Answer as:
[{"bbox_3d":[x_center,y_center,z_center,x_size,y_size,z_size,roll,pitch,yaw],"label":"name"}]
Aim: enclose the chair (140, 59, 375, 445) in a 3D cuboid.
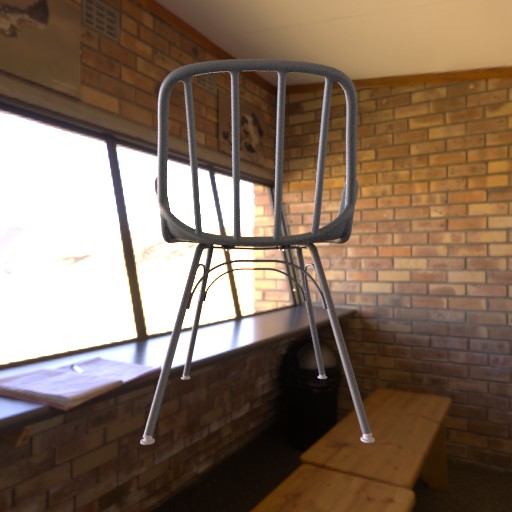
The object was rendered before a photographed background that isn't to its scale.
[{"bbox_3d":[0.000,0.000,1.210,0.549,0.816,0.597,0,-1,-1],"label":"chair"}]
